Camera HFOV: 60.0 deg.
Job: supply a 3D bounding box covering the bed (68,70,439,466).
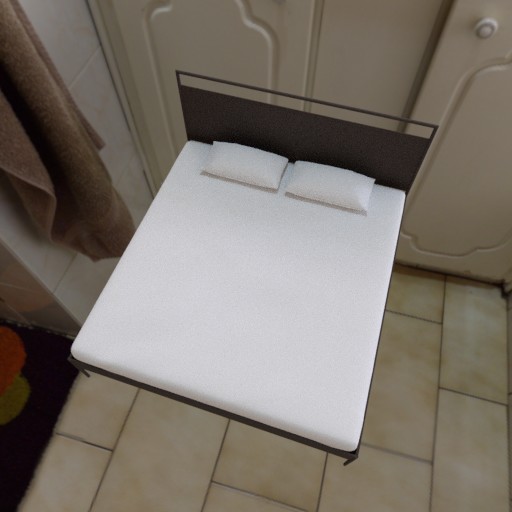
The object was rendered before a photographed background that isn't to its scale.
[{"bbox_3d":[0.000,0.000,3.220,1.993,1.173,2.151,15,60,9],"label":"bed"}]
